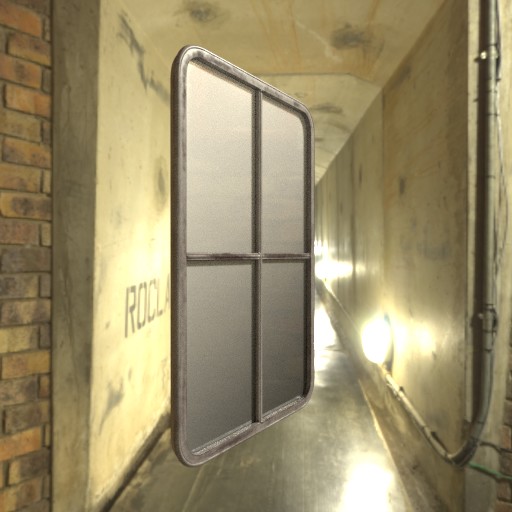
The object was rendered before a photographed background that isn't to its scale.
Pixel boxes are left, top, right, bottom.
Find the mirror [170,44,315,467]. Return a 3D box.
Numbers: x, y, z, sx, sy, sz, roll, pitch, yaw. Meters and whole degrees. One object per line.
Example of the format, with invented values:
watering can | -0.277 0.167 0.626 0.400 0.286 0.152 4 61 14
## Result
mirror | 0.000 0.000 0.897 0.024 0.713 0.461 0 0 36
